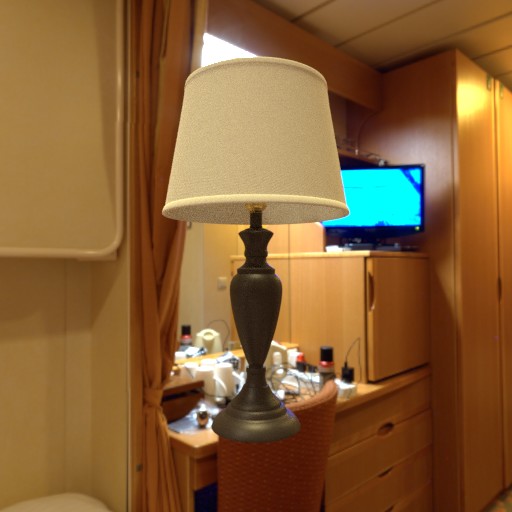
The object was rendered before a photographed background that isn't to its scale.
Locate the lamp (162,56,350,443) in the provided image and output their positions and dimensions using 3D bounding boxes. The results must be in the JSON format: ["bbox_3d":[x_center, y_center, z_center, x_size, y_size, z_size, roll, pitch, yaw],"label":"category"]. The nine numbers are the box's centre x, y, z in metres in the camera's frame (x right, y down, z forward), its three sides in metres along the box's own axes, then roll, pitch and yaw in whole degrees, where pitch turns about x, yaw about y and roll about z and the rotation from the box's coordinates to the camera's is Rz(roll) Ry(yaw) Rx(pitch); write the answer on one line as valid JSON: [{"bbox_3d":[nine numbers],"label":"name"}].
[{"bbox_3d":[0.000,0.000,0.805,0.335,0.611,0.335,0,-2,0],"label":"lamp"}]
